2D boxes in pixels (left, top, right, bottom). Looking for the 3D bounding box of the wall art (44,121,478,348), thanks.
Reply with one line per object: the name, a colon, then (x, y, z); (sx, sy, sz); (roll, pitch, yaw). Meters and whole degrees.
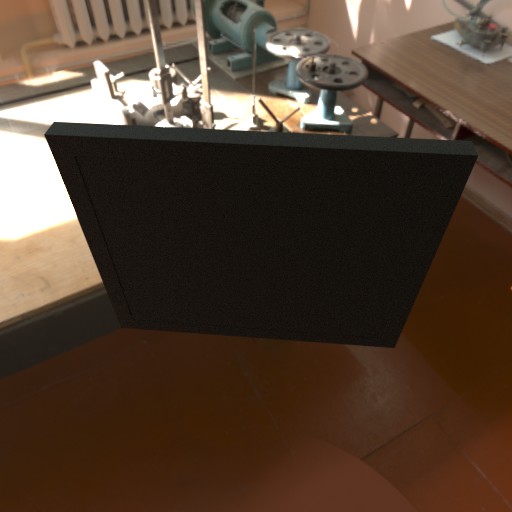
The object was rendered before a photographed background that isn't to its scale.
wall art: (0.000, 0.000, 0.539); (0.404, 0.329, 0.024); (4, 47, 3)
